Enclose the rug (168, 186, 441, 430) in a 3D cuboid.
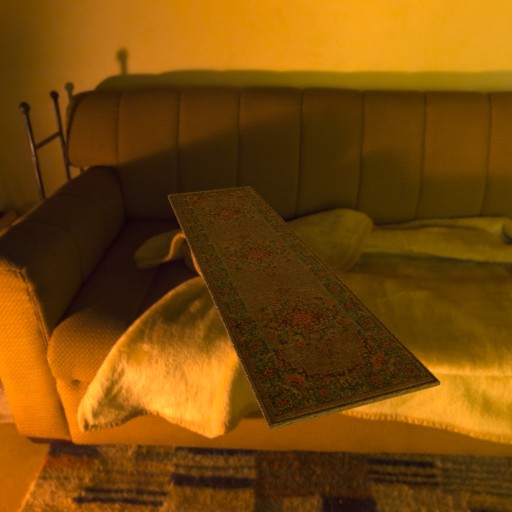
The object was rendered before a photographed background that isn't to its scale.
[{"bbox_3d":[0.000,0.000,2.472,0.659,0.019,2.297,-9,29,-16],"label":"rug"}]
